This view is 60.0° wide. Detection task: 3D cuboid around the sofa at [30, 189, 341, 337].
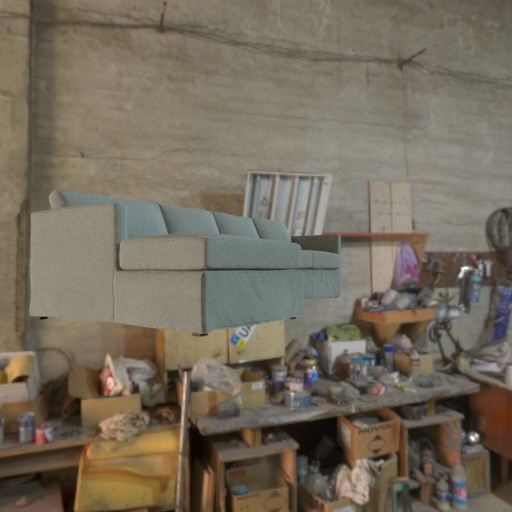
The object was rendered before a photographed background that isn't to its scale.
[{"bbox_3d":[0.000,0.000,3.890,1.650,0.922,3.205,-1,-2,35],"label":"sofa"}]
